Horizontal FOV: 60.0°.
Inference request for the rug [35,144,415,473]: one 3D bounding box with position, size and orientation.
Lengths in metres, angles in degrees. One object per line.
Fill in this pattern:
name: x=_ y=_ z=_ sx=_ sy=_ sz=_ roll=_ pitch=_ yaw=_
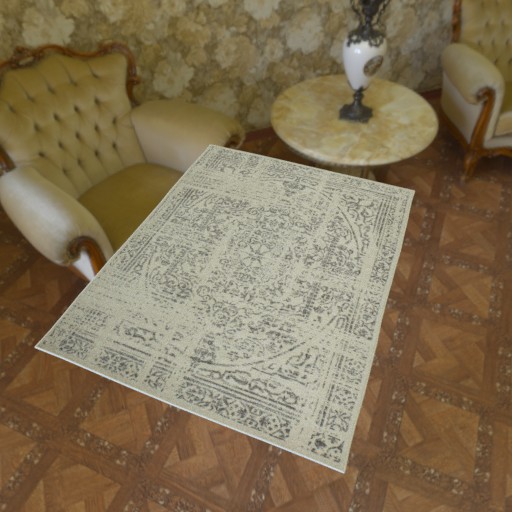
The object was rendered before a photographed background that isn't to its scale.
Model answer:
rug: x=0.000 y=0.000 z=3.844 sx=2.311 sy=0.032 sz=2.921 roll=16 pitch=48 yaw=15
